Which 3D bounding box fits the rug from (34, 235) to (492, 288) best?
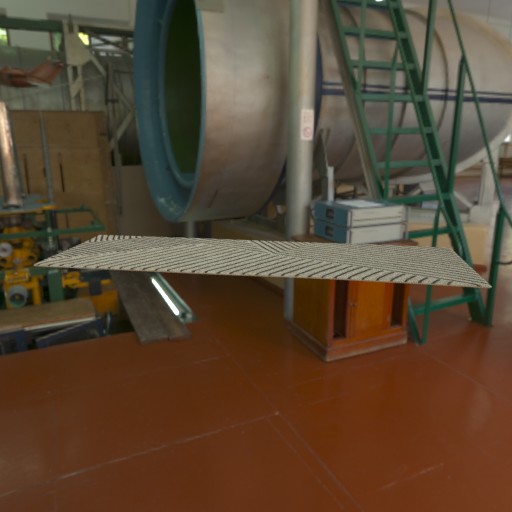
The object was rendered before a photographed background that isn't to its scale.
[{"bbox_3d":[0.000,0.000,2.695,2.439,0.020,0.773,2,16,9],"label":"rug"}]
